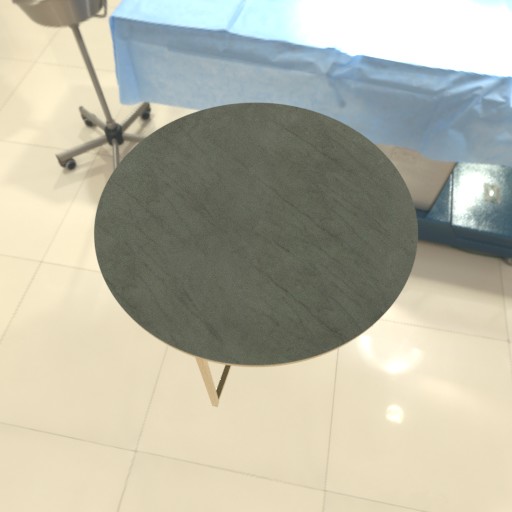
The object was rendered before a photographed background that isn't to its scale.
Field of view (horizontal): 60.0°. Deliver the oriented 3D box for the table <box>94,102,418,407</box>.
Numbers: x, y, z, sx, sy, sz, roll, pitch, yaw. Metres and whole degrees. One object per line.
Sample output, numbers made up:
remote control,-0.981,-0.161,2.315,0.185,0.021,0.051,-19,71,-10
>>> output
table,0.000,0.000,1.306,0.800,0.450,0.800,0,58,0
